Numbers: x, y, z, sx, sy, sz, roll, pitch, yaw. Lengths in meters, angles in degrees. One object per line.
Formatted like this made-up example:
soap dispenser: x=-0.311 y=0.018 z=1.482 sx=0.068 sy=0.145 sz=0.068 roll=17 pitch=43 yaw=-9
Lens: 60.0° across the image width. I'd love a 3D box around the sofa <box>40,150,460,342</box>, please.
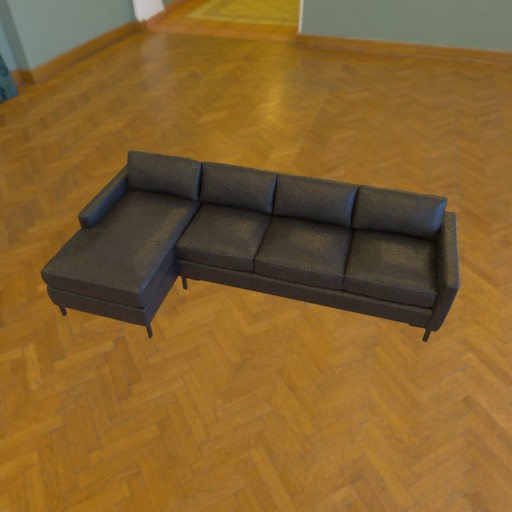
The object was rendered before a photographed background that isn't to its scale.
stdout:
sofa: x=0.000 y=0.000 z=3.557 sx=2.993 sy=0.859 sz=1.471 roll=11 pitch=43 yaw=12
